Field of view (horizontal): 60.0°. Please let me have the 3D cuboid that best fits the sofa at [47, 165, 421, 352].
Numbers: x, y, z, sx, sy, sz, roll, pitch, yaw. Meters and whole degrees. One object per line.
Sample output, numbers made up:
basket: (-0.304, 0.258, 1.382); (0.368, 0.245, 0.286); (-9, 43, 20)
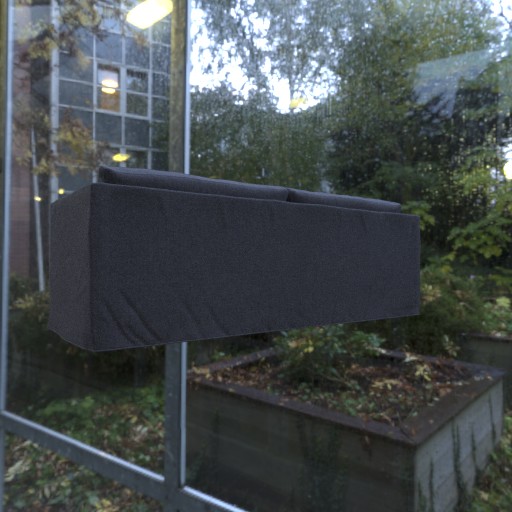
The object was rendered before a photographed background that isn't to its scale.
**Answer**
sofa: (0.000, 0.000, 3.392); (2.779, 0.998, 1.036); (1, -1, -36)
